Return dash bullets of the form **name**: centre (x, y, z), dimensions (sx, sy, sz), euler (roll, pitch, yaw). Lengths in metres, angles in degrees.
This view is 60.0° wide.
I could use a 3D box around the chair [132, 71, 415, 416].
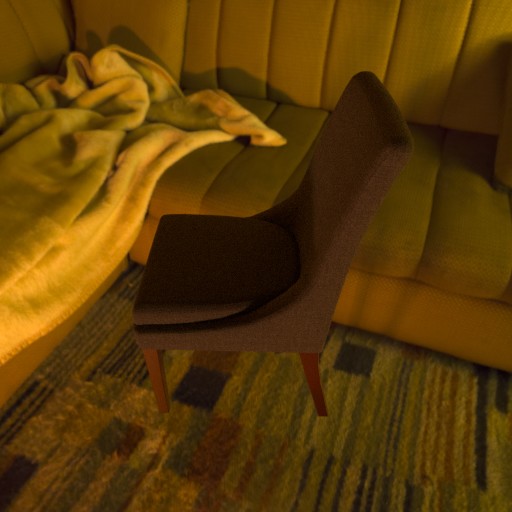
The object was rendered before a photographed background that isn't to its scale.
- **chair**: centre (0.000, 0.000, 1.328), dimensions (0.655, 0.952, 0.508), euler (0, 40, 1)
